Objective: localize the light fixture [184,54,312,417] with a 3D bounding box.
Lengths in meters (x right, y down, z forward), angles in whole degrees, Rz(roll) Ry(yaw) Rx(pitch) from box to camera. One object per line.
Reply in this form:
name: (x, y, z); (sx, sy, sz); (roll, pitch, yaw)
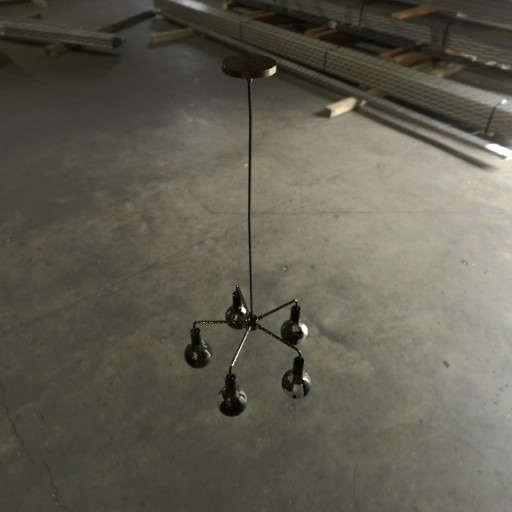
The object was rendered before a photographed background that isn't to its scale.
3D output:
light fixture: (0.000, 0.000, 1.191); (0.421, 0.988, 0.438); (26, 47, 28)
